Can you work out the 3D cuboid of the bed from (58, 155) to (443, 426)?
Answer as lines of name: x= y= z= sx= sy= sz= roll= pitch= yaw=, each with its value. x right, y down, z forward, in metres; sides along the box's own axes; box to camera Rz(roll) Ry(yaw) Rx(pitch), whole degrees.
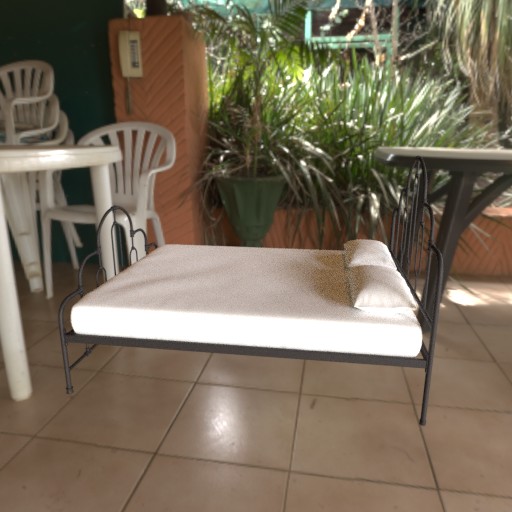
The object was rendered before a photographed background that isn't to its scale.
bed: x=0.000 y=0.000 z=3.202 sx=2.163 sy=1.429 sz=1.640 roll=2 pitch=16 yaw=8
